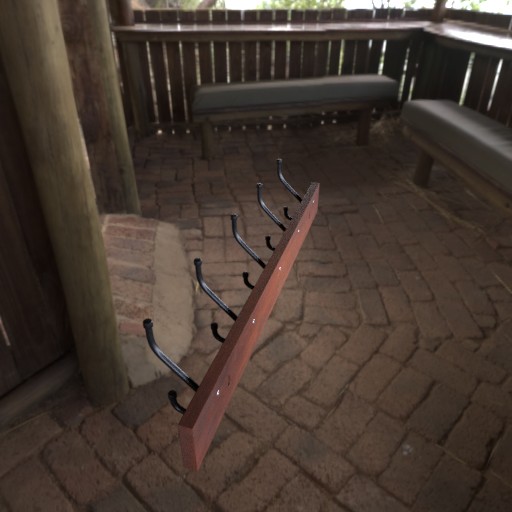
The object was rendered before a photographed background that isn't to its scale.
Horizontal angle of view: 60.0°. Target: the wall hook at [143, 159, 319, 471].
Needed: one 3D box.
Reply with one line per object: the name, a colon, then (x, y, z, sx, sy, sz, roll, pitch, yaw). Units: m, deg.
wall hook: (0.000, 0.000, 0.616, 0.071, 0.117, 0.571, 9, 33, 15)
